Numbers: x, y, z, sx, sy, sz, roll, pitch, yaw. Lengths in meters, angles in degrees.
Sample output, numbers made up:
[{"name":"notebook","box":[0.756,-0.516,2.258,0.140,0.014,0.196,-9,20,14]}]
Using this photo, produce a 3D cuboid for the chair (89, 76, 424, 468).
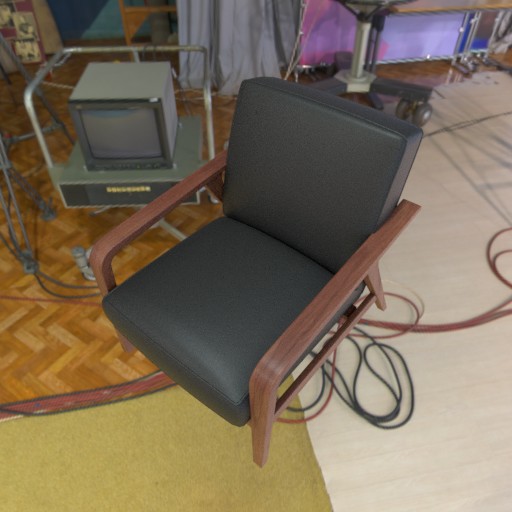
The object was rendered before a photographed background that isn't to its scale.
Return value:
[{"name":"chair","box":[0.000,0.000,1.464,0.719,0.861,0.889,30,52,27]}]
